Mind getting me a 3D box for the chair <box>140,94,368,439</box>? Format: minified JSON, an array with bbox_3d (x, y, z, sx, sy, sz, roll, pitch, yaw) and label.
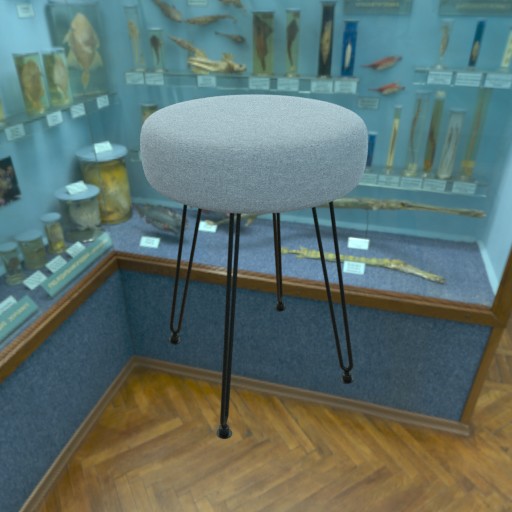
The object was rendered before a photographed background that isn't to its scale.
[{"bbox_3d":[0.000,0.000,0.689,0.350,0.440,0.350,9,32,15],"label":"chair"}]
